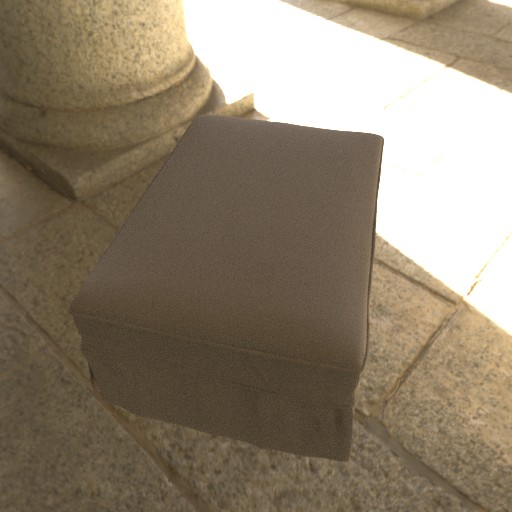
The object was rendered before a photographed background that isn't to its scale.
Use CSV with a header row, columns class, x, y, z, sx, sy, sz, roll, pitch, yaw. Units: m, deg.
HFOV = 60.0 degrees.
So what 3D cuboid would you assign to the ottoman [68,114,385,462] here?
class,x,y,z,sx,sy,sz,roll,pitch,yaw
ottoman,0.000,0.000,1.332,0.721,0.482,0.959,10,46,9
